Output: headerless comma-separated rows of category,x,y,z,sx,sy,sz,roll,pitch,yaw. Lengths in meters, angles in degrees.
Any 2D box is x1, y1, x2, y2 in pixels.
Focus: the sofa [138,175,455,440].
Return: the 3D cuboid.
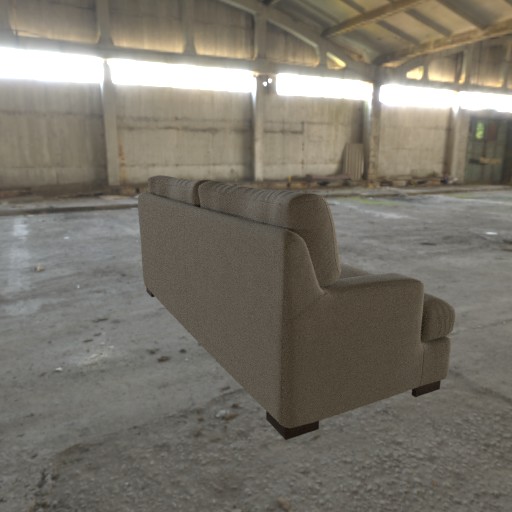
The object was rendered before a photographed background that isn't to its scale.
sofa,0.000,0.000,2.851,0.962,0.980,2.354,-6,14,-27
